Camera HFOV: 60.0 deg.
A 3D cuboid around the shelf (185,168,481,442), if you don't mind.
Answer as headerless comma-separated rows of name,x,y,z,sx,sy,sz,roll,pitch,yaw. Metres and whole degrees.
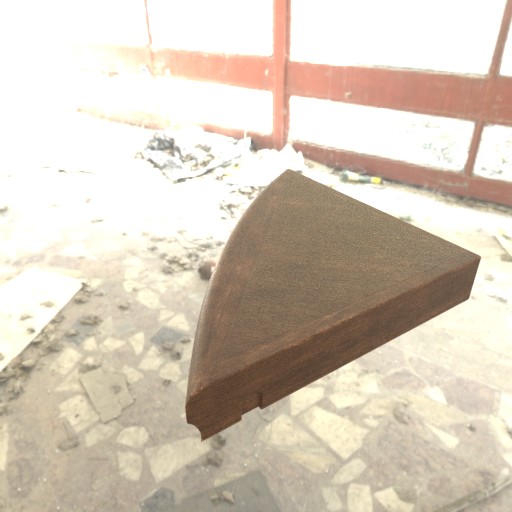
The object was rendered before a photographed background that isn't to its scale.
shelf,0.000,0.000,0.469,0.310,0.050,0.310,-19,35,-29
